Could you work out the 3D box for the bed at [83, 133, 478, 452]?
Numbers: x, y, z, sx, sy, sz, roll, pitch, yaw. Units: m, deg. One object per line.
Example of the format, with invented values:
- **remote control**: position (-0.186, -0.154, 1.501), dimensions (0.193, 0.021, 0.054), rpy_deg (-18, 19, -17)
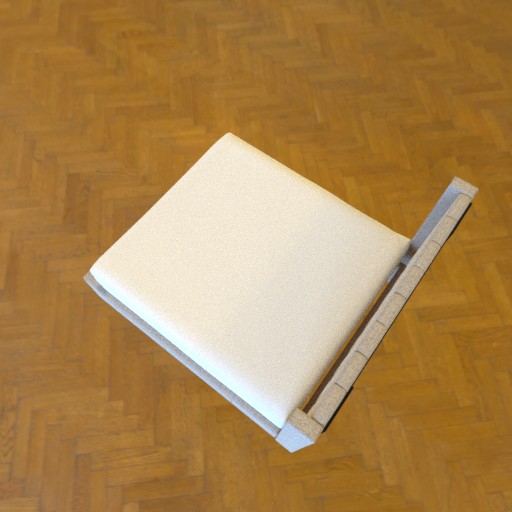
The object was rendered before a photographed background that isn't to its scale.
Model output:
- **bed**: position (0.000, 0.000, 3.796), dimensions (2.372, 1.748, 2.044), rpy_deg (34, 69, 15)
